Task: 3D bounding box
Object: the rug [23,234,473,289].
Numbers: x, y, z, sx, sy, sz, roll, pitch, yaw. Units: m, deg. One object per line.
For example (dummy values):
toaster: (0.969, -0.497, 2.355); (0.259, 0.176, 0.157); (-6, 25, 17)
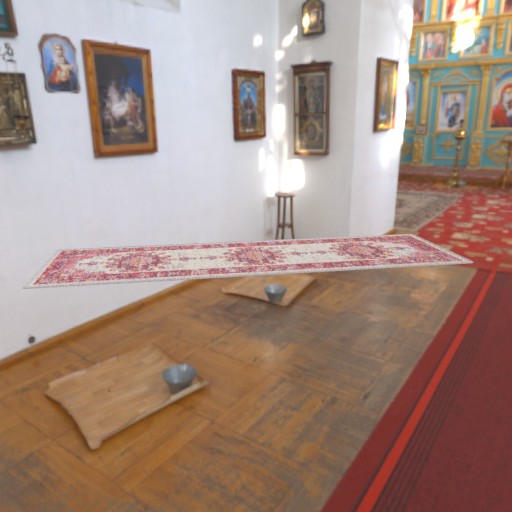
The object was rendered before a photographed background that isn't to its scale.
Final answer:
rug: (0.000, 0.000, 2.531); (2.294, 0.011, 0.666); (-3, 17, -10)
